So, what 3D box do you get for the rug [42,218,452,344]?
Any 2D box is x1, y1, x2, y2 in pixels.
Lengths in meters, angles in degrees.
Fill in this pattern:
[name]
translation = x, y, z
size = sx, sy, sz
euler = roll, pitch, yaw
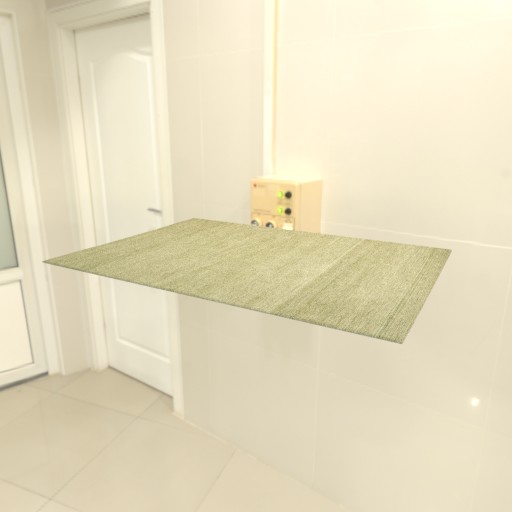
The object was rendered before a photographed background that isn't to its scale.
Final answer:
[rug]
translation = 0.000, 0.000, 2.991
size = 2.270, 0.017, 1.606
euler = 9, 19, 28
